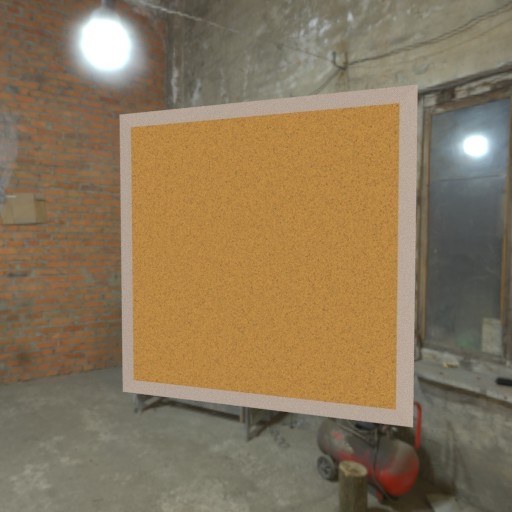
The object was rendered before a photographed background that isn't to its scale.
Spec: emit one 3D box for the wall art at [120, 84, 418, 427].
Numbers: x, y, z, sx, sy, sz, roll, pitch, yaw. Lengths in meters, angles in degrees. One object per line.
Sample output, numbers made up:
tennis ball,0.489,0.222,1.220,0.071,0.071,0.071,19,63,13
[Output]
wall art,0.000,0.000,1.911,1.289,1.291,0.098,1,2,18
